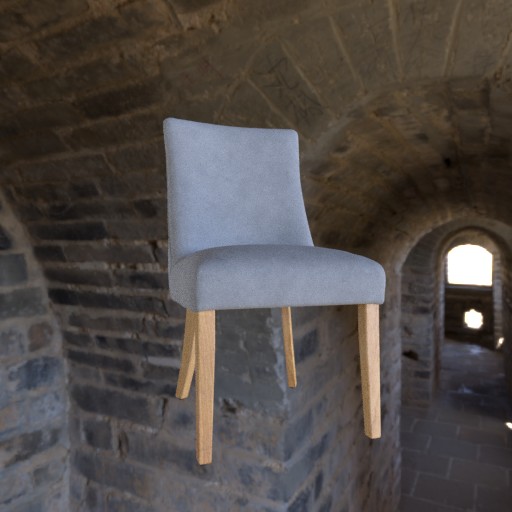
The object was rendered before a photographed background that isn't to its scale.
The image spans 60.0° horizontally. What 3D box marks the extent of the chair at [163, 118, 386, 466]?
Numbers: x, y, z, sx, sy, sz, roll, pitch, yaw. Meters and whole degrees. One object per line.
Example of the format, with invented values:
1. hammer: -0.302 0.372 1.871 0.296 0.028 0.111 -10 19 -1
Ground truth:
1. chair: 0.000 0.000 1.289 0.495 0.902 0.610 0 0 -18
